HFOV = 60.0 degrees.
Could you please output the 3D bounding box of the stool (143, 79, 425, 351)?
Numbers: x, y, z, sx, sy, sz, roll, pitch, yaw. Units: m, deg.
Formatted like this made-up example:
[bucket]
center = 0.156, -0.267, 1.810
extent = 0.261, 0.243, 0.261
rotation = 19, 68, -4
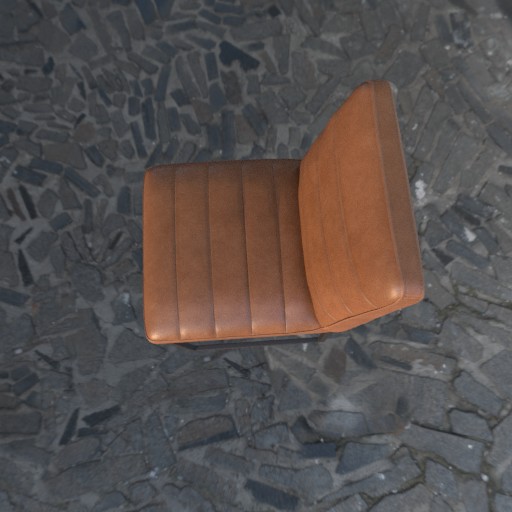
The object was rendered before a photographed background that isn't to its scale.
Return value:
[stool]
center = 0.000, 0.000, 1.221
extent = 0.556, 0.940, 0.458
rotation = -4, 75, -1
